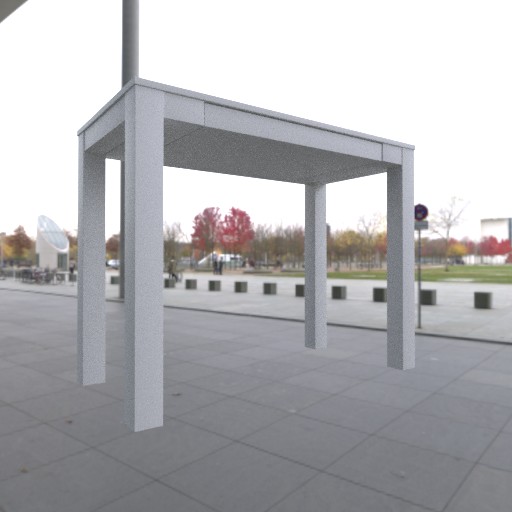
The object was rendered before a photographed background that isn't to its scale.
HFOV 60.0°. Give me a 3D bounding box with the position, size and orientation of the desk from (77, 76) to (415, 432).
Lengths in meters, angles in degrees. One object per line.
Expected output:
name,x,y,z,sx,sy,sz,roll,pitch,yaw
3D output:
desk,0.000,0.000,1.435,0.990,0.762,0.497,0,-1,-35
